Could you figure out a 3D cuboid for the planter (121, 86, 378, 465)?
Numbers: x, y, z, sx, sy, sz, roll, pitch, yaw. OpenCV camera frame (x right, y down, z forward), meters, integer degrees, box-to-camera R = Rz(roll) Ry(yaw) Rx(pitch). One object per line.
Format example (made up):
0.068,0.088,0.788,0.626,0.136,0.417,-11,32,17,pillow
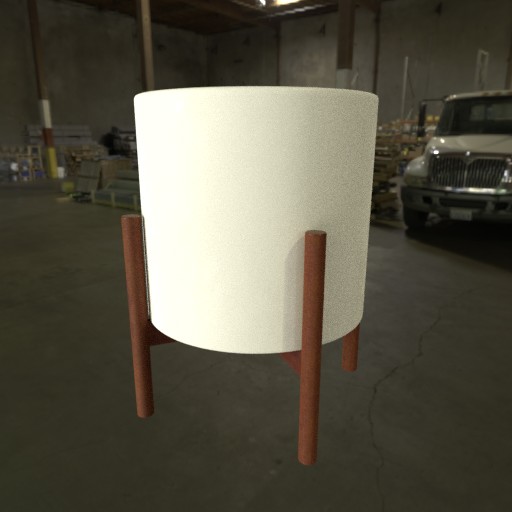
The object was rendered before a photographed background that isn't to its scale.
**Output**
0.000,0.000,0.863,0.421,0.581,0.420,7,17,25,planter
